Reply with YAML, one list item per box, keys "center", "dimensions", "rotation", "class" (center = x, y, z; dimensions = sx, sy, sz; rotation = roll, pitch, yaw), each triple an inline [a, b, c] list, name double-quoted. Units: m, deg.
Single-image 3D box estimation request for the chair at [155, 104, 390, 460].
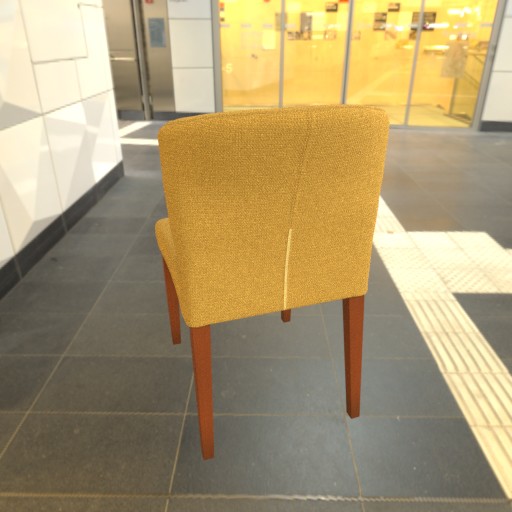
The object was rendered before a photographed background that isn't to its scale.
- center: [0.000, 0.000, 1.189]
  dimensions: [0.491, 0.839, 0.589]
  rotation: [-9, 28, -17]
  class: "chair"
